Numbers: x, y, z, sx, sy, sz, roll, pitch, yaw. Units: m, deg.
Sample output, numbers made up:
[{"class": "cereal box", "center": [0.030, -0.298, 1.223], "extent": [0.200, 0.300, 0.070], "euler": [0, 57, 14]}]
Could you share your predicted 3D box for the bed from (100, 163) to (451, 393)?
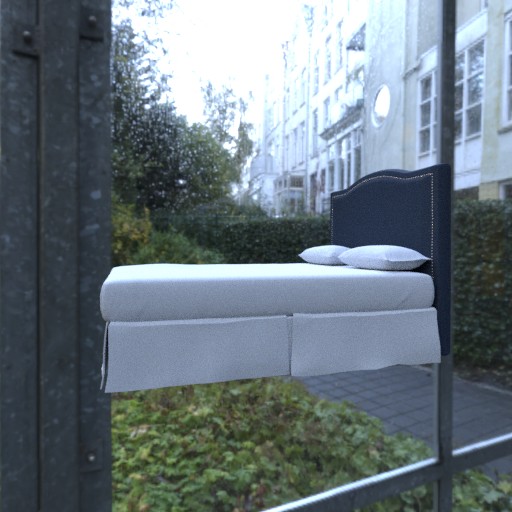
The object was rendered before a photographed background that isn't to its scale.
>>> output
[{"class": "bed", "center": [0.000, 0.000, 3.521], "extent": [2.282, 1.436, 1.821], "euler": [0, 1, -16]}]
